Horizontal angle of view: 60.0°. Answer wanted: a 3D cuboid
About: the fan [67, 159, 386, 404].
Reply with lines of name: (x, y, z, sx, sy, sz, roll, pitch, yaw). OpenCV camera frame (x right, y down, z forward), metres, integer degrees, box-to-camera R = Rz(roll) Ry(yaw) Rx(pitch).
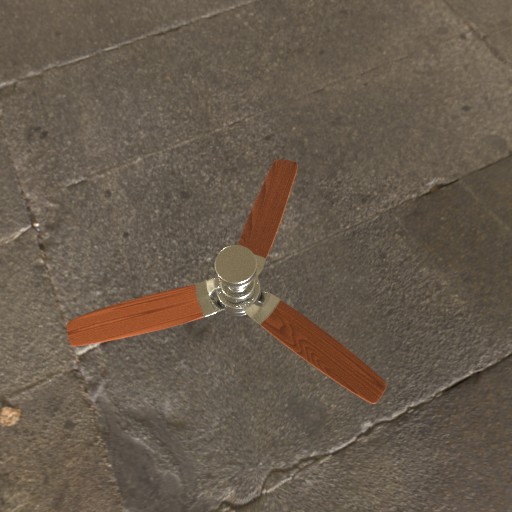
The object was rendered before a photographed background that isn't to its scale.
fan: (0.000, 0.000, 2.052, 1.416, 0.410, 1.271, 17, 66, 8)
